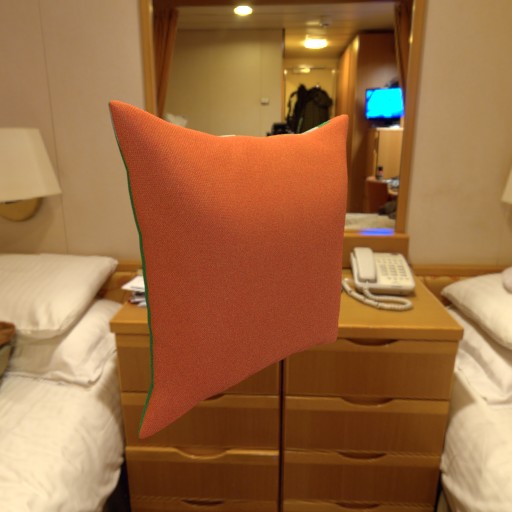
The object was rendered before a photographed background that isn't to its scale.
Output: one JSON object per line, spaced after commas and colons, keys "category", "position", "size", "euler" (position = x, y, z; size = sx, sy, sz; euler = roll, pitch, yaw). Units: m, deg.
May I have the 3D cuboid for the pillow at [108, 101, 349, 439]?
{"category": "pillow", "position": [0.000, 0.000, 0.702], "size": [0.453, 0.444, 0.169], "euler": [-14, 21, -42]}
